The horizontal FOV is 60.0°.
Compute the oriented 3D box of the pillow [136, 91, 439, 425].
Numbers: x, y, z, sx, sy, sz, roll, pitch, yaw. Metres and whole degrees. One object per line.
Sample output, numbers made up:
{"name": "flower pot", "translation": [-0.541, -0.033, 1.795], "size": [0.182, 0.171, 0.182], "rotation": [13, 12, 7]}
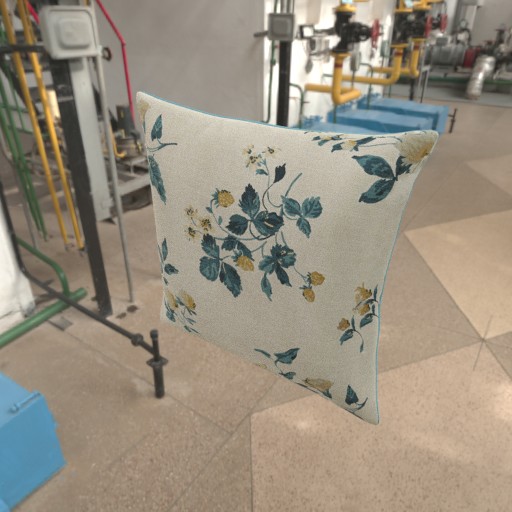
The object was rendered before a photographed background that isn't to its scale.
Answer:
{"name": "pillow", "translation": [0.000, 0.000, 0.782], "size": [0.526, 0.507, 0.166], "rotation": [19, 34, 29]}
